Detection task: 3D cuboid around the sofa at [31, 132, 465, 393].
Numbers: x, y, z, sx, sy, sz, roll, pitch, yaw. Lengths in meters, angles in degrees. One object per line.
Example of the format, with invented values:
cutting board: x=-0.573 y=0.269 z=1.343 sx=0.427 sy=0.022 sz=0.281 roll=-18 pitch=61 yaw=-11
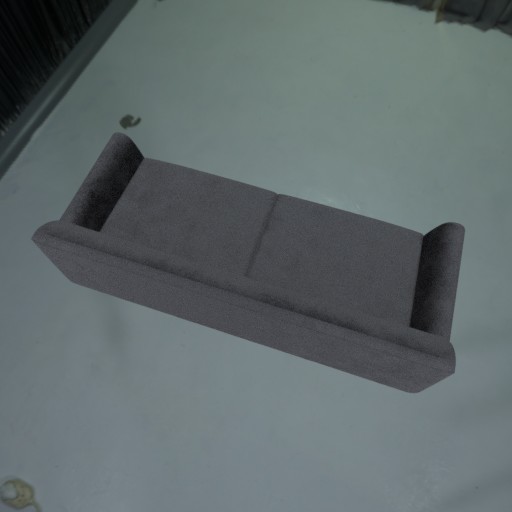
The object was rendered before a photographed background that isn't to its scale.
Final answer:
sofa: x=0.000 y=0.000 z=2.637 sx=2.190 sy=0.740 sz=0.900 roll=17 pitch=64 yaw=8
